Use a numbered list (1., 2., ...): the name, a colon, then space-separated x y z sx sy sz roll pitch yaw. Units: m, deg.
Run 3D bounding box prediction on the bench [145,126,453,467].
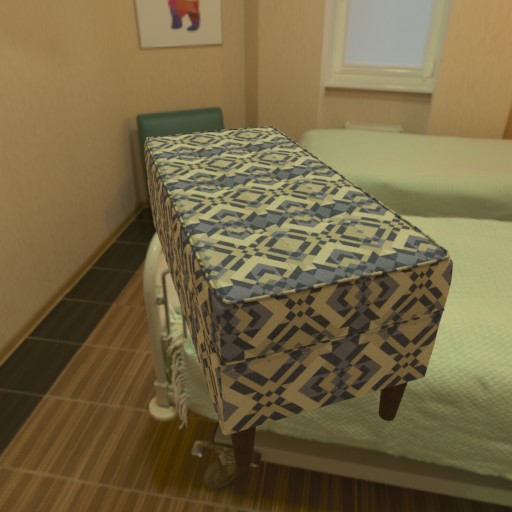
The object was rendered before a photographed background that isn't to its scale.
1. bench: 0.000 0.000 1.299 0.492 0.477 1.016 -10 33 -16
